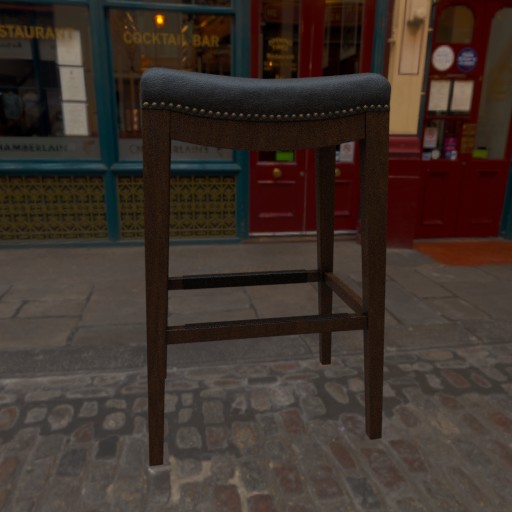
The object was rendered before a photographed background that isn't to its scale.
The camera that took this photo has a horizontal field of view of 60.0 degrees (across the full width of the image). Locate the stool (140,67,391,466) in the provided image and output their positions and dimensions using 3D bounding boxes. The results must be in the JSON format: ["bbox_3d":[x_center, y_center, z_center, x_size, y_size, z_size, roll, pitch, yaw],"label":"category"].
[{"bbox_3d":[0.000,0.000,1.009,0.500,0.765,0.361,-3,15,-10],"label":"stool"}]
